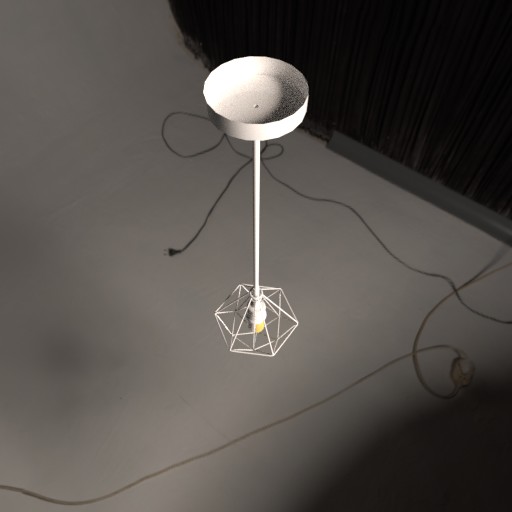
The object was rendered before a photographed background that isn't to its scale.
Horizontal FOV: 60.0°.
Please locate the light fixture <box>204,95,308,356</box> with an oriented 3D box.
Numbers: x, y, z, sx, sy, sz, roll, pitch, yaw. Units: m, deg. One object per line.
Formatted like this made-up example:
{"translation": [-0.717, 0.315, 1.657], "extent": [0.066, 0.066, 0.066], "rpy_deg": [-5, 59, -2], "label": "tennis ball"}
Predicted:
{"translation": [0.000, 0.000, 1.989], "extent": [0.431, 1.764, 0.487], "rpy_deg": [33, 63, 19], "label": "light fixture"}
